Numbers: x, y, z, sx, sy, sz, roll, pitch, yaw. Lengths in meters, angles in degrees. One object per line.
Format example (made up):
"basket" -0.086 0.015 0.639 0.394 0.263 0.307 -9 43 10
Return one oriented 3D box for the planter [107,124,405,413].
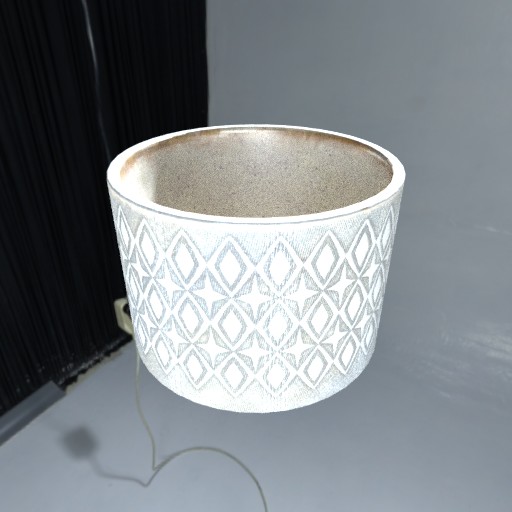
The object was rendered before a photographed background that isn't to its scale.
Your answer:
"planter" 0.000 0.000 0.323 0.186 0.144 0.186 0 30 0
